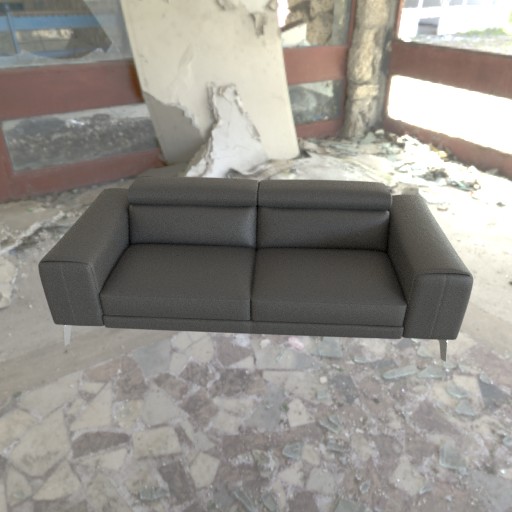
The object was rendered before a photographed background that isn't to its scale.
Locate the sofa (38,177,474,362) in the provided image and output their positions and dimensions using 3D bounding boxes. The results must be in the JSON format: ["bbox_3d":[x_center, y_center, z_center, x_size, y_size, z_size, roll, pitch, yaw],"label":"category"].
[{"bbox_3d":[0.000,0.000,2.840,2.321,0.759,1.023,2,32,3],"label":"sofa"}]
